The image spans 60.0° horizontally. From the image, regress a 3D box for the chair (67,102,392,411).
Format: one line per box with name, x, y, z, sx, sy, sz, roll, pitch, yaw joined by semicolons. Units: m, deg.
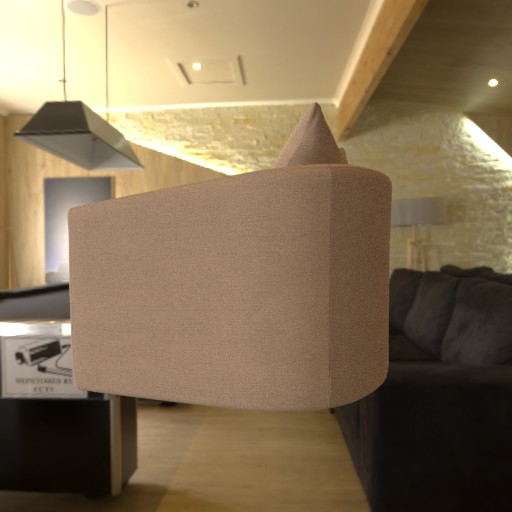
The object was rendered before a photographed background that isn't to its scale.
chair;0.000;0.000;1.554;0.910;0.848;0.845;0;1;19
